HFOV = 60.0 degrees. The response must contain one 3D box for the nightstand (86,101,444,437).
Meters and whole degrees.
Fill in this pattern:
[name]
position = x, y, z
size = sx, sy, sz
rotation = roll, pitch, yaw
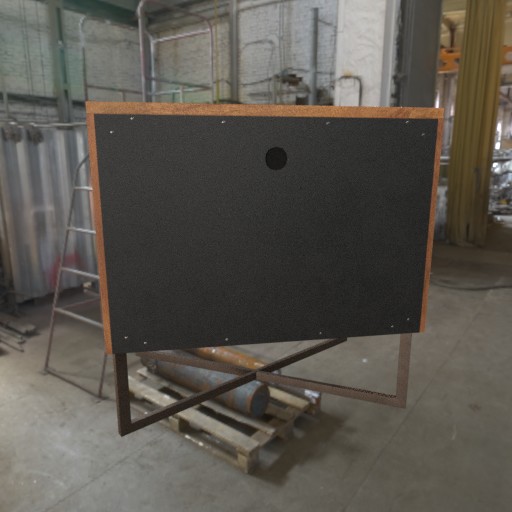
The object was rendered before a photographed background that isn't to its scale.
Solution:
[nightstand]
position = 0.000, 0.000, 1.016
size = 0.613, 0.615, 0.427
rotation = -2, 13, -9
